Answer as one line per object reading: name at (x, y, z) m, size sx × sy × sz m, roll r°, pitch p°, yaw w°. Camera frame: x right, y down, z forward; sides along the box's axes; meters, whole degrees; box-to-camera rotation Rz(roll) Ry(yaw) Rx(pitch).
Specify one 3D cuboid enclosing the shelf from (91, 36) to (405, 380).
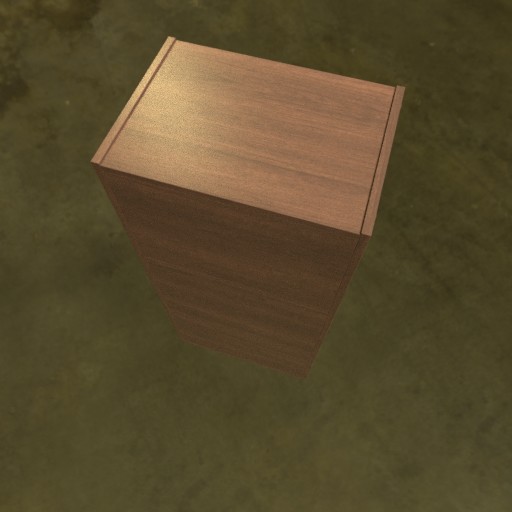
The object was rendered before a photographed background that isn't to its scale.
shelf at (0.000, 0.000, 1.065) m, size 0.414 × 0.879 × 0.290 m, roll 16°, pitch 63°, yaw 8°
